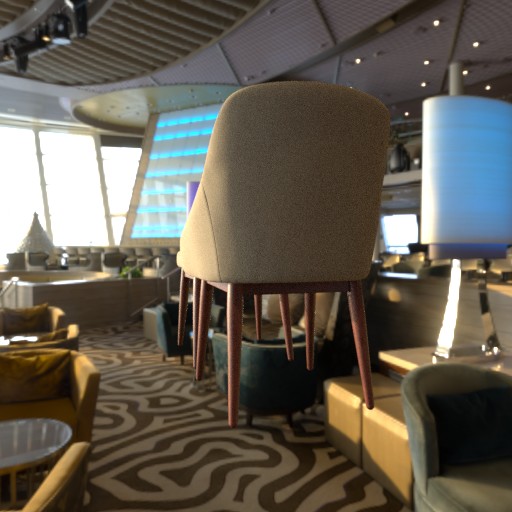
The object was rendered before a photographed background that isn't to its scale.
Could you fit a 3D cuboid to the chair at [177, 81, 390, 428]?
[{"bbox_3d":[0.000,0.000,1.610,0.584,0.866,1.114,0,1,-18],"label":"chair"}]
